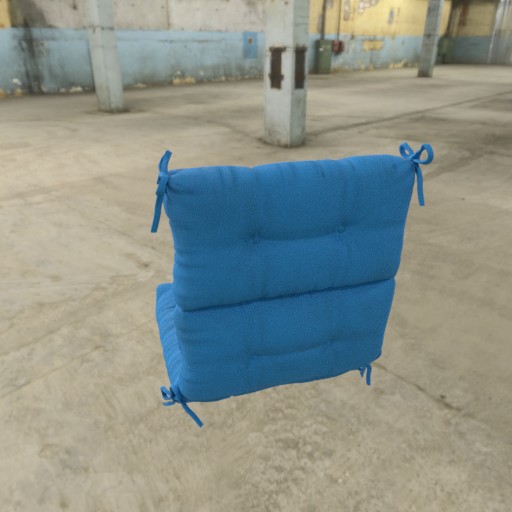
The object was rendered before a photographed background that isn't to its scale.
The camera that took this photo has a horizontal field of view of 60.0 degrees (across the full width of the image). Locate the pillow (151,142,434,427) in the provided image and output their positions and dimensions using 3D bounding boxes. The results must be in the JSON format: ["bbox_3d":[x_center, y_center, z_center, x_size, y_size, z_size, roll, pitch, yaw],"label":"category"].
[{"bbox_3d":[0.000,0.000,1.061,0.519,0.605,0.571,-7,26,-15],"label":"pillow"}]
